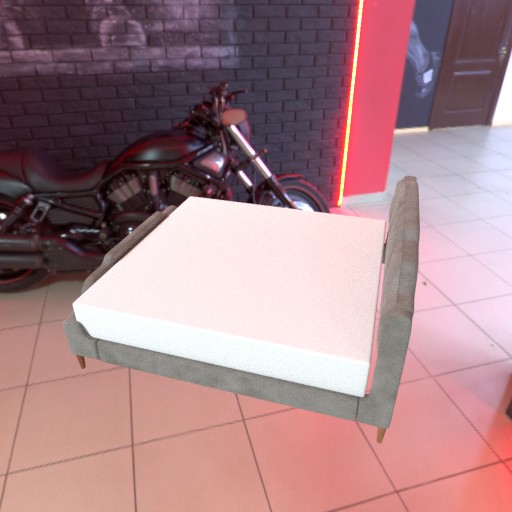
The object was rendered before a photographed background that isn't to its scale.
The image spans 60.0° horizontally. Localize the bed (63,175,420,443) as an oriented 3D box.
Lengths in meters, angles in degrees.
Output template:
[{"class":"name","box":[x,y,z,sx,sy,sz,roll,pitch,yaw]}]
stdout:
[{"class":"bed","box":[0.000,0.000,3.634,2.340,1.245,2.074,9,32,14]}]
